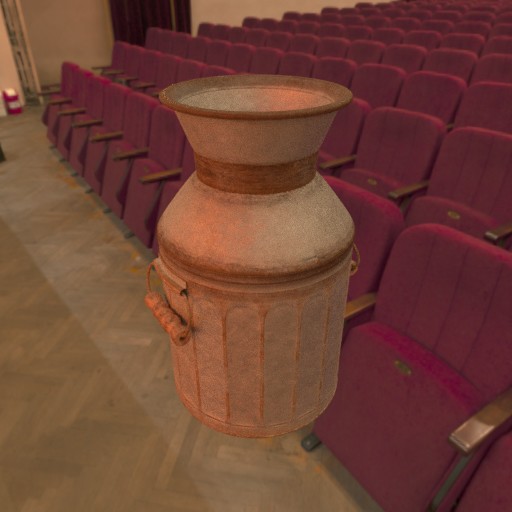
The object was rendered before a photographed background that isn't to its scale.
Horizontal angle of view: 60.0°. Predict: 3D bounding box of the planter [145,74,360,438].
[{"bbox_3d":[0.000,0.000,0.501,0.248,0.358,0.215,-19,36,-28],"label":"planter"}]
